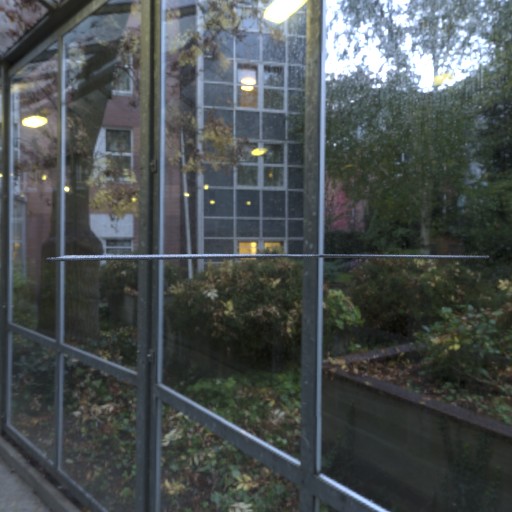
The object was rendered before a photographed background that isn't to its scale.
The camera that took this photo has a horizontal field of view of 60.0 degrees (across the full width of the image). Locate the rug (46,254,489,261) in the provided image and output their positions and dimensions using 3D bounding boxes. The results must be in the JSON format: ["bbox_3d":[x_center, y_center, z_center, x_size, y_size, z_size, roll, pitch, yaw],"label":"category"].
[{"bbox_3d":[0.000,0.000,2.214,1.789,0.021,1.159,0,0,-18],"label":"rug"}]
